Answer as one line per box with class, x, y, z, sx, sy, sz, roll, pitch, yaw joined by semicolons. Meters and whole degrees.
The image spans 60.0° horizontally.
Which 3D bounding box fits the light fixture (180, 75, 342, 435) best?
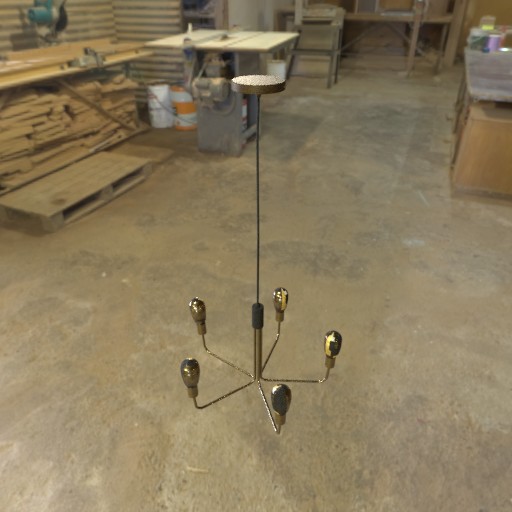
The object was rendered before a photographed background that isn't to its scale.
light fixture;0.000;0.000;1.399;0.588;1.059;0.532;11;33;17
